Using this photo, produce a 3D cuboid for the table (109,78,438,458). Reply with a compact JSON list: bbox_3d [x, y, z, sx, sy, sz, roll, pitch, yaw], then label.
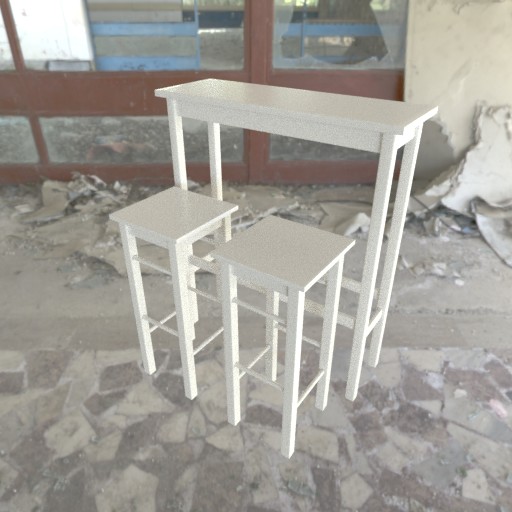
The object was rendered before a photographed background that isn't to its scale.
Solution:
[{"bbox_3d":[0.000,0.000,1.629,0.915,1.065,0.650,20,36,30],"label":"table"}]
